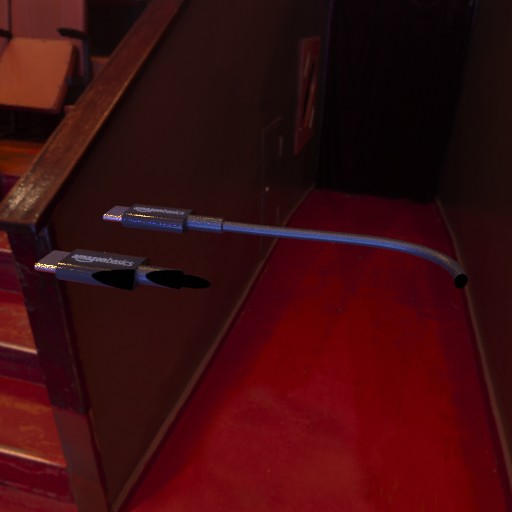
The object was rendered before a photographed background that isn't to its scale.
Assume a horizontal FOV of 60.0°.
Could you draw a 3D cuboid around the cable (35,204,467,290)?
[{"bbox_3d":[0.000,0.000,0.110,0.098,0.005,0.041,7,30,13],"label":"cable"}]
